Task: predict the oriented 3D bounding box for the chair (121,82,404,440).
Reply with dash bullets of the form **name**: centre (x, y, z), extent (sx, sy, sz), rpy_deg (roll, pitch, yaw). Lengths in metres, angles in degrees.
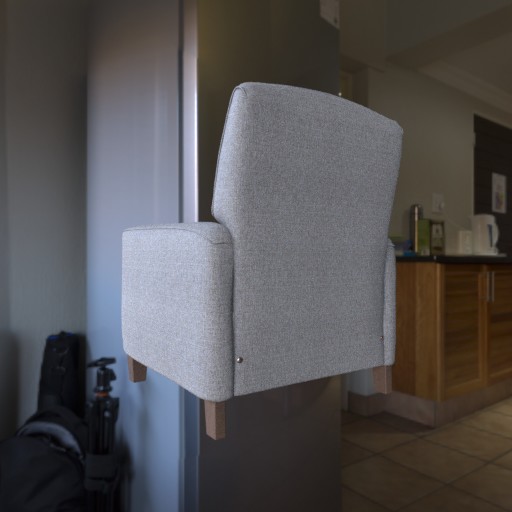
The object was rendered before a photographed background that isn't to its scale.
- **chair**: centre (0.000, 0.000, 1.712), extent (0.848, 1.014, 0.864), rpy_deg (0, 0, -34)
